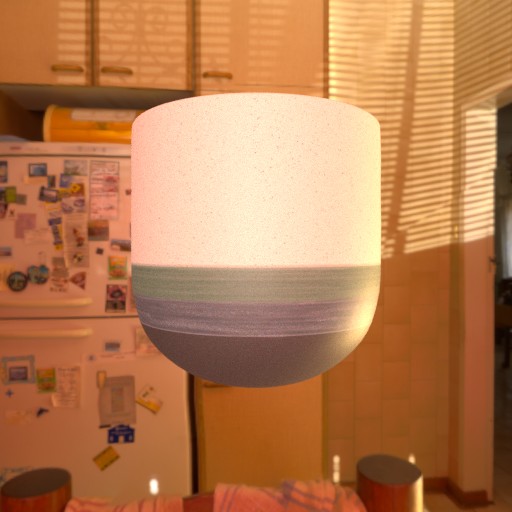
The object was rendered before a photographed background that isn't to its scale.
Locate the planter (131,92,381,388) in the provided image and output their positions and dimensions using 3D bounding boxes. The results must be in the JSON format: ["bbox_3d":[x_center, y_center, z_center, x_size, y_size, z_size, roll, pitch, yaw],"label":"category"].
[{"bbox_3d":[0.000,0.000,0.494,0.268,0.270,0.268,0,1,0],"label":"planter"}]
